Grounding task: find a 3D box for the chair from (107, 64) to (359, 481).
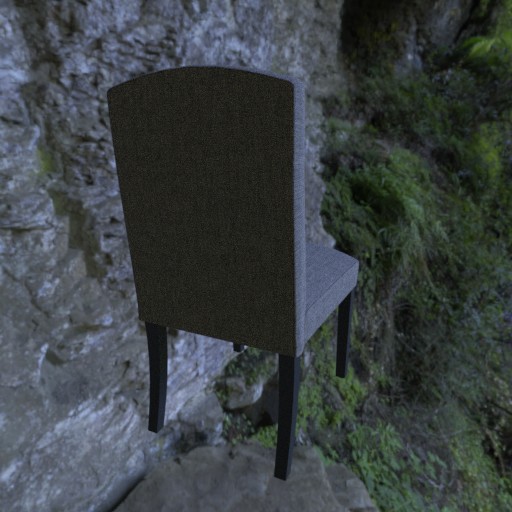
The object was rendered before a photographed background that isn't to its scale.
[{"bbox_3d":[0.000,0.000,1.222,0.451,0.917,0.580,8,18,25],"label":"chair"}]
